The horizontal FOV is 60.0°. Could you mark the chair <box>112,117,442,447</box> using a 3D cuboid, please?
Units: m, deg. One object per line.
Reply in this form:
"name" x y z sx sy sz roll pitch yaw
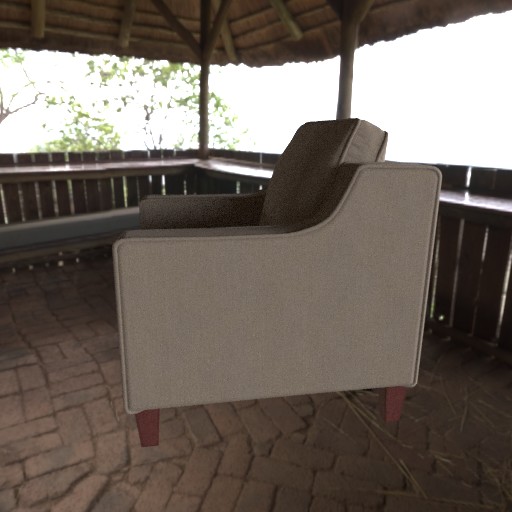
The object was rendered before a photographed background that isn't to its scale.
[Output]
"chair" 0.000 0.000 1.626 0.909 0.960 0.831 -2 16 -8
